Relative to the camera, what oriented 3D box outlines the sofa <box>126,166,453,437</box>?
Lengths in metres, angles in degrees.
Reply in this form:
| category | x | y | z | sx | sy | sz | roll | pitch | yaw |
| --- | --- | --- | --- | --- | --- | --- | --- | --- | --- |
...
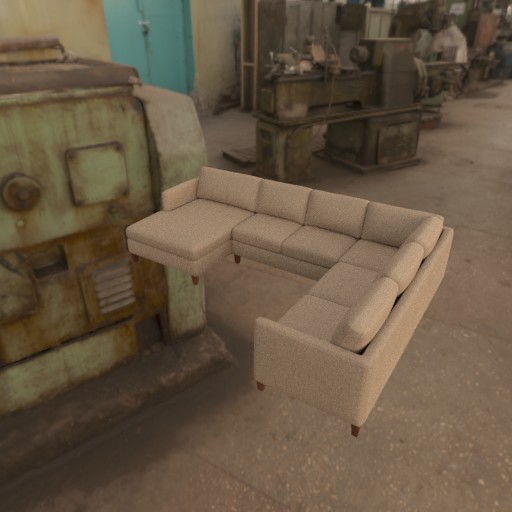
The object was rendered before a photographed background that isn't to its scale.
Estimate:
| category | x | y | z | sx | sy | sz | roll | pitch | yaw |
| --- | --- | --- | --- | --- | --- | --- | --- | --- | --- |
| sofa | 0.000 | 0.000 | 4.681 | 3.403 | 0.889 | 2.551 | 17 | 33 | 29 |
